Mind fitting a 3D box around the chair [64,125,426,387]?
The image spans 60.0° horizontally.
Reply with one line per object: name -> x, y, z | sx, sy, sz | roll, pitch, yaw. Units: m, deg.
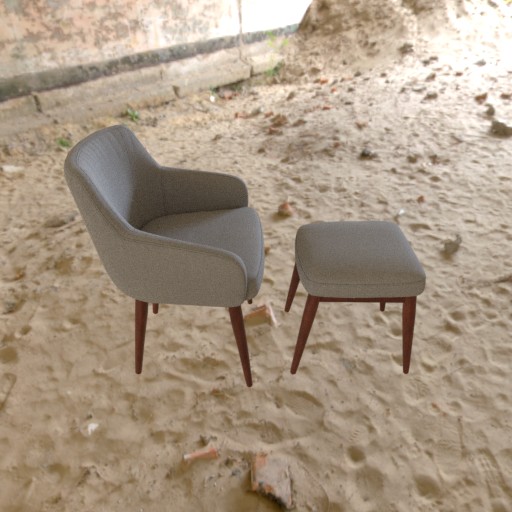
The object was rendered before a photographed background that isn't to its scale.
chair -> 0.000, 0.000, 1.541 | 1.107, 0.799, 0.584 | 0, 33, 0
